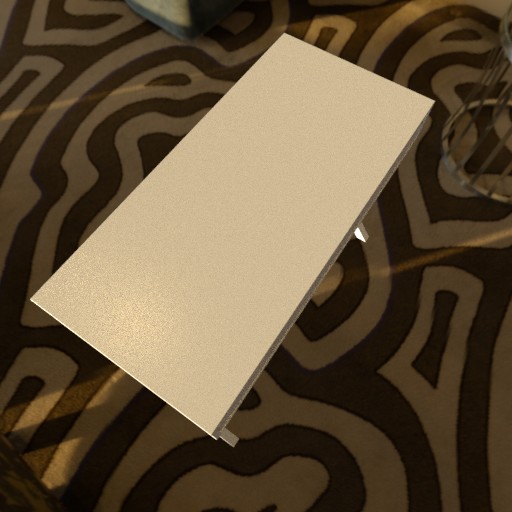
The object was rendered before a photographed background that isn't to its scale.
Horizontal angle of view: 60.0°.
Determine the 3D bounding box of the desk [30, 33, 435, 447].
[{"bbox_3d":[0.000,0.000,1.471,0.509,0.780,1.059,32,68,14],"label":"desk"}]
